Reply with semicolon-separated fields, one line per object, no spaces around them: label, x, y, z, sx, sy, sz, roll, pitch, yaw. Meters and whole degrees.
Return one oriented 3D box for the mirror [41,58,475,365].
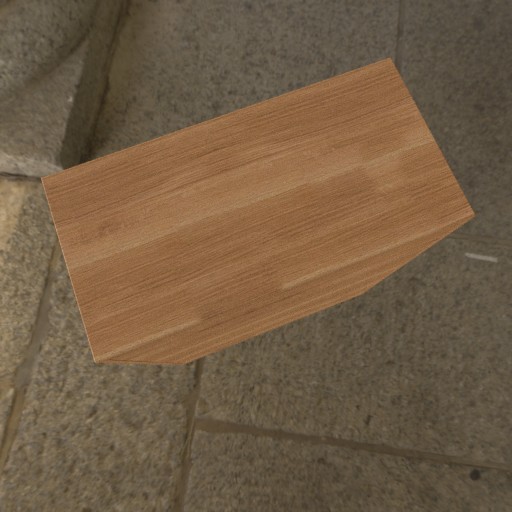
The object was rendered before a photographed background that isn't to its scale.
mirror;0.000;0.000;1.391;0.800;1.000;0.400;-21;77;-5
